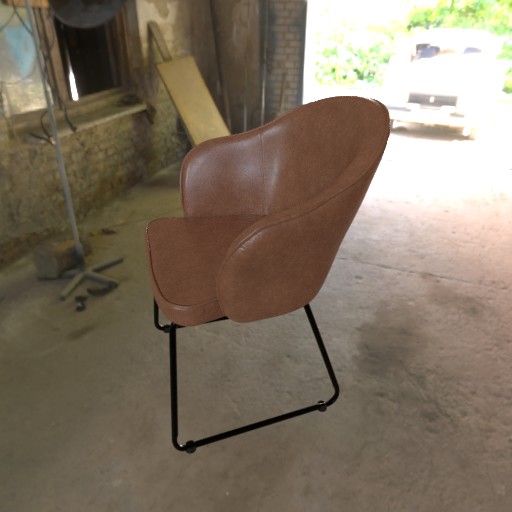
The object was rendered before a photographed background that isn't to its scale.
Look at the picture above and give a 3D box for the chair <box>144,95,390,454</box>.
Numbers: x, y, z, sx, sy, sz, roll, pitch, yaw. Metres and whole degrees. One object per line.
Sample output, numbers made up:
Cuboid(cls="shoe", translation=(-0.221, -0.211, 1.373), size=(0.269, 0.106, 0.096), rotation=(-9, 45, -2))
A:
Cuboid(cls="chair", translation=(0.000, 0.000, 1.188), size=(0.580, 0.785, 0.582), rotation=(-9, 31, -15))
